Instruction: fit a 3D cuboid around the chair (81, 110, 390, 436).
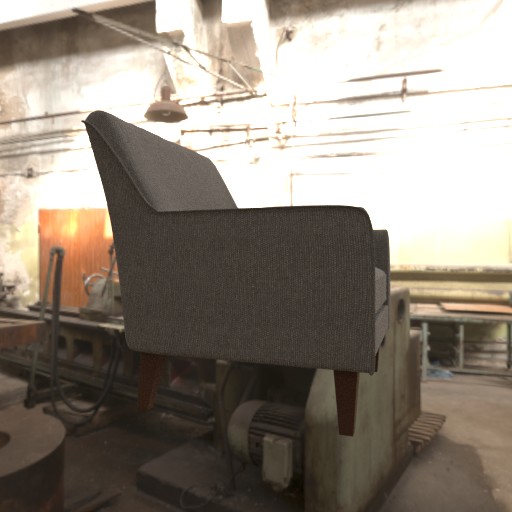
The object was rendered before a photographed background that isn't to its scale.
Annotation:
[{"bbox_3d":[0.000,0.000,1.589,0.899,0.919,0.780,0,0,20],"label":"chair"}]
